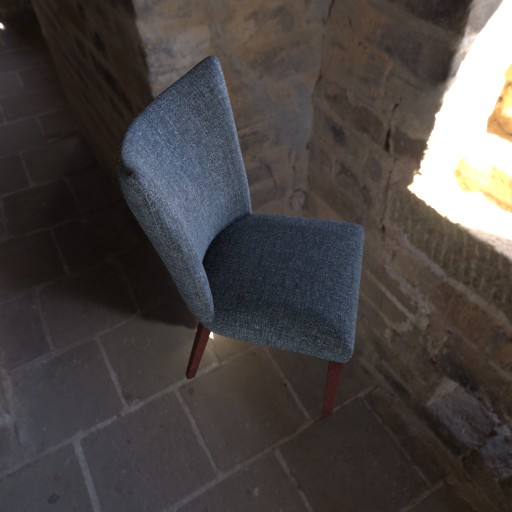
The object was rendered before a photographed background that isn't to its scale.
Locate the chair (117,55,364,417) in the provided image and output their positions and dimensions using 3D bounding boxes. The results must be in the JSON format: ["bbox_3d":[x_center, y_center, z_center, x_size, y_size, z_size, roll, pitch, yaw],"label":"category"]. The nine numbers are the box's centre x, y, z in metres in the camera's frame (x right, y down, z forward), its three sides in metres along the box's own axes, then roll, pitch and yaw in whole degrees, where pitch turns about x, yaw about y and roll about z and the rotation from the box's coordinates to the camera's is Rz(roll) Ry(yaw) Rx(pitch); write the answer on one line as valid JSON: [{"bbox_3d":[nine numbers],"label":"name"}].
[{"bbox_3d":[0.000,0.000,1.305,0.623,0.924,0.535,10,49,9],"label":"chair"}]
